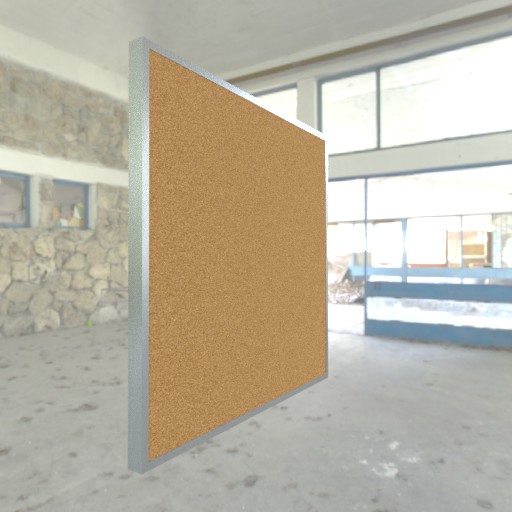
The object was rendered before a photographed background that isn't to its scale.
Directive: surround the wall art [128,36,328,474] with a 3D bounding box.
[{"bbox_3d":[0.000,0.000,1.161,0.038,0.806,0.806,0,-1,34],"label":"wall art"}]
